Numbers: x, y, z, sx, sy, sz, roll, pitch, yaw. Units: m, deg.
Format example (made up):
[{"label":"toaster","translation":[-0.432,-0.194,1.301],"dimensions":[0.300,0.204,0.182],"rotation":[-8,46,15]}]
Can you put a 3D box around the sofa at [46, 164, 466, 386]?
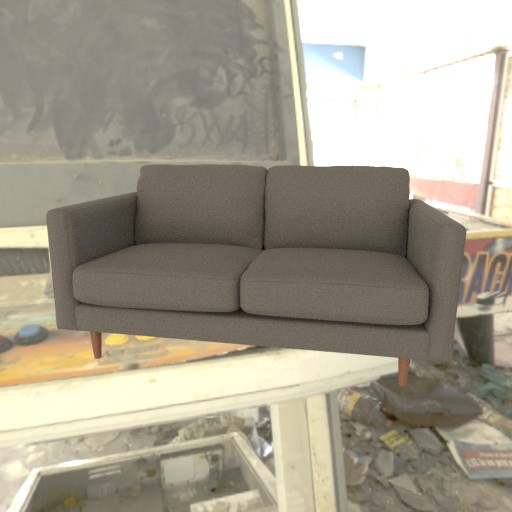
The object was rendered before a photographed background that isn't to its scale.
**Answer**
[{"label":"sofa","translation":[0.000,0.000,2.194],"dimensions":[1.713,0.866,0.940],"rotation":[2,14,10]}]
